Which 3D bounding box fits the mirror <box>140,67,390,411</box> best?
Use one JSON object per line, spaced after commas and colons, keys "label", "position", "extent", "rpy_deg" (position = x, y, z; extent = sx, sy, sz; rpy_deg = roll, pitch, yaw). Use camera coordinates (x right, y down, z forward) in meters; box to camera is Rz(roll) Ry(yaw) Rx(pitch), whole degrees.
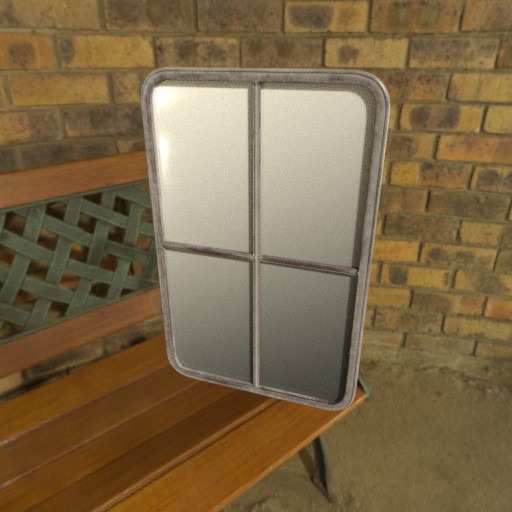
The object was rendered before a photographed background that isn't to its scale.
{"label": "mirror", "position": [0.000, 0.000, 0.911], "extent": [0.461, 0.713, 0.024], "rpy_deg": [8, 26, 17]}
